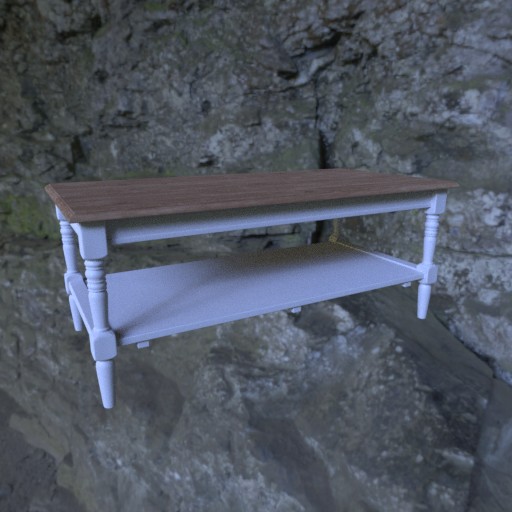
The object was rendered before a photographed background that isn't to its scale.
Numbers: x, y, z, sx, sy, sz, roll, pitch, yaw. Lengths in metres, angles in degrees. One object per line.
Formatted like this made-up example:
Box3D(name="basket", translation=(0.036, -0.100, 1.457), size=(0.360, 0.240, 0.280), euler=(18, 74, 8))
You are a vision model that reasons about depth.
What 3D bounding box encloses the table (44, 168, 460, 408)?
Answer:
Box3D(name="table", translation=(0.000, 0.000, 1.392), size=(1.118, 0.458, 0.559), euler=(-9, 18, -28))
